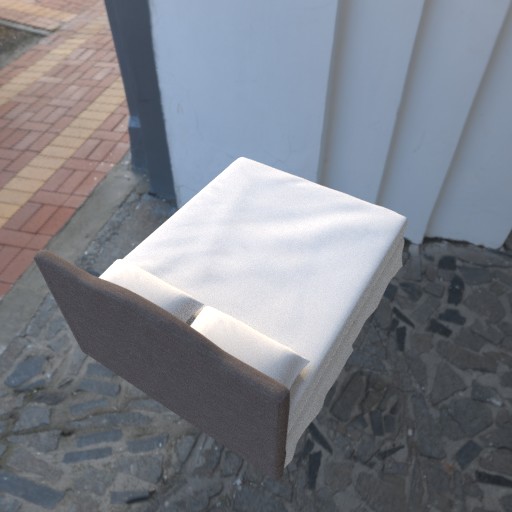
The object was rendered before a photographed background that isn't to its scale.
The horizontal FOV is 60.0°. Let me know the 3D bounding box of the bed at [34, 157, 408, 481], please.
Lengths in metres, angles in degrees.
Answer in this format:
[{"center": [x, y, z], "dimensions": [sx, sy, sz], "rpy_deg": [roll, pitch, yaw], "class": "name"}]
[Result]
[{"center": [0.000, 0.000, 3.982], "dimensions": [2.161, 1.457, 2.689], "rpy_deg": [25, 52, 22], "class": "bed"}]
